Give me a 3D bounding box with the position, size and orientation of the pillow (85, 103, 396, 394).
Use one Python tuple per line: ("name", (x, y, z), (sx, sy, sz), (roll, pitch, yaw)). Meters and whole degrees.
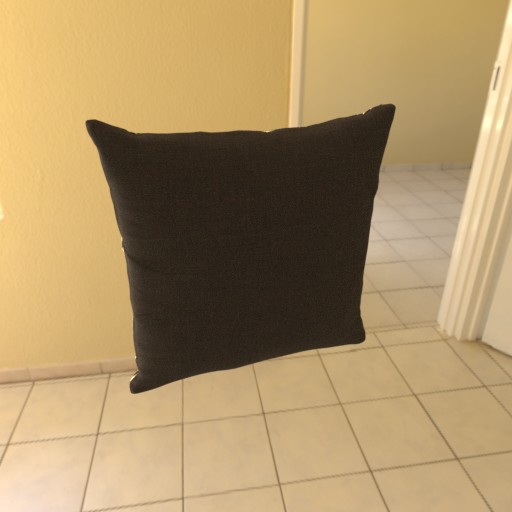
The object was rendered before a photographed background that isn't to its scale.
("pillow", (0.000, 0.000, 0.685), (0.432, 0.432, 0.139), (-9, 28, -16))
